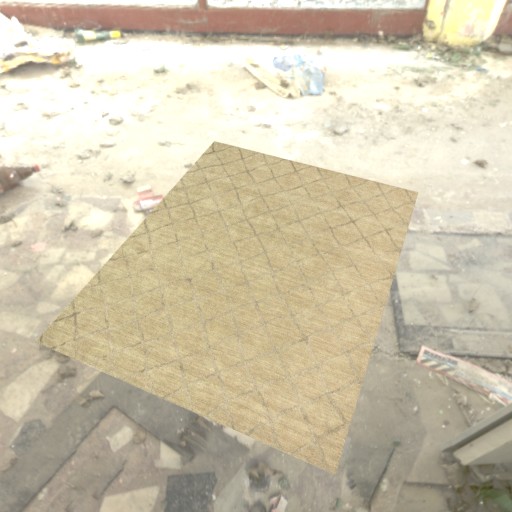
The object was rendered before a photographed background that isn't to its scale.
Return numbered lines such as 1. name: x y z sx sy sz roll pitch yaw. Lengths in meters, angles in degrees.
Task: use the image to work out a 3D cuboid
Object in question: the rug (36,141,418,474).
1. rug: 0.000 0.000 4.069 2.420 0.019 3.038 18 50 16
